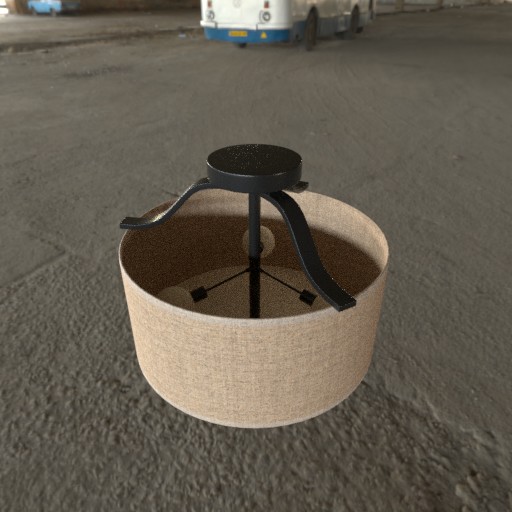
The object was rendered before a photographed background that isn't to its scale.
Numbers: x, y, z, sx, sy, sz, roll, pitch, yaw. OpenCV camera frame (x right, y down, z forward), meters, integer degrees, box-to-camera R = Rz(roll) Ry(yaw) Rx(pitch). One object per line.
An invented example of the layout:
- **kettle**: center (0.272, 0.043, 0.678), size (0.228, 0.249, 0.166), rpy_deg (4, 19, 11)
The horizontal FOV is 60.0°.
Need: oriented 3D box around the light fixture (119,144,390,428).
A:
- **light fixture**: center (0.000, 0.000, 0.665), size (0.390, 0.306, 0.390), rpy_deg (0, 31, 0)
